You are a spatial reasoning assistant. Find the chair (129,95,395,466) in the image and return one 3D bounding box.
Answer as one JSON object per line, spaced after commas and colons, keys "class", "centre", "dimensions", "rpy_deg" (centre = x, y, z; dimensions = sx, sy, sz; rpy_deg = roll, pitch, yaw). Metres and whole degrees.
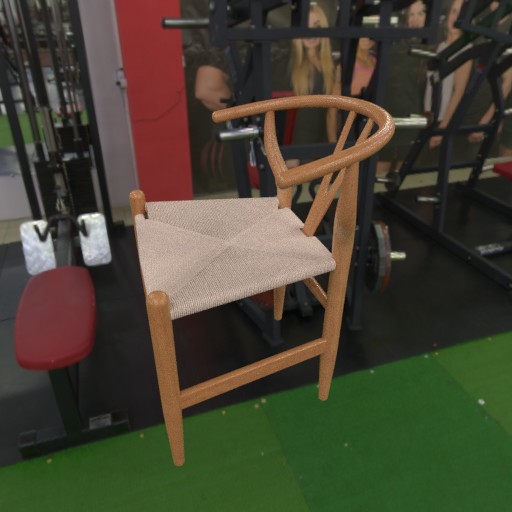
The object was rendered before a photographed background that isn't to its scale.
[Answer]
{"class": "chair", "centre": [0.000, 0.000, 1.141], "dimensions": [0.579, 0.730, 0.569], "rpy_deg": [-9, 31, -15]}
